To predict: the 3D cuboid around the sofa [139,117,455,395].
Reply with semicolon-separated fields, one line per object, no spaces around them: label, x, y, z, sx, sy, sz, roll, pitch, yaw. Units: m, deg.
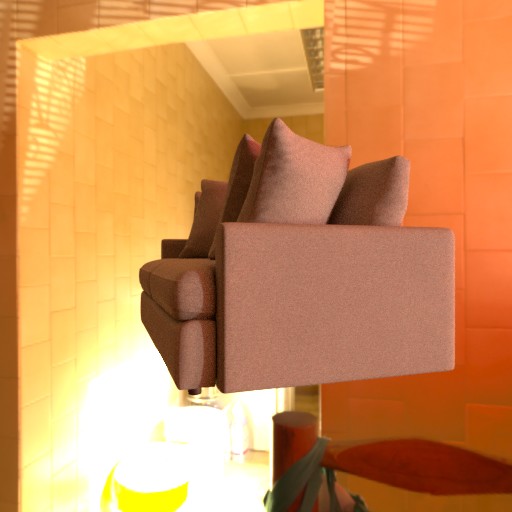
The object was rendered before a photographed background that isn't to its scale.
sofa;0.000;0.000;2.593;1.228;1.080;1.869;0;0;-19
